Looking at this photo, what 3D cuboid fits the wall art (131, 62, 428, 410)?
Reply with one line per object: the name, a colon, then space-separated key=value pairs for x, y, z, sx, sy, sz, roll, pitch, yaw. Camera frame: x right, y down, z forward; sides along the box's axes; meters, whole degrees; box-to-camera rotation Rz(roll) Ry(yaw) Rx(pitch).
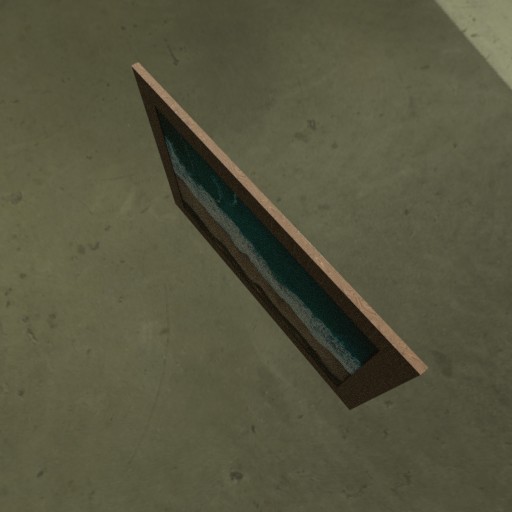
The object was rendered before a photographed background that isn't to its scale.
wall art: x=0.000 y=0.000 z=1.187 sx=0.019 sy=0.626 sz=0.917 roll=-36 pitch=71 yaw=-15
